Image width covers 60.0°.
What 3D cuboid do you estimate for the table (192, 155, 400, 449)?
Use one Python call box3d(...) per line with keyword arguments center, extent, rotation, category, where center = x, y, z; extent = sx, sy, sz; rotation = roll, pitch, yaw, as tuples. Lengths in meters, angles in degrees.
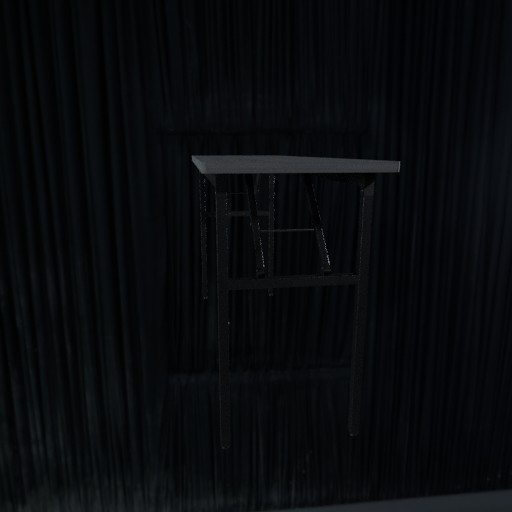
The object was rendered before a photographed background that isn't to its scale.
box3d(center=(0.000, 0.000, 1.727), extent=(0.449, 0.750, 1.399), rotation=(-2, 13, -9), category="table")
